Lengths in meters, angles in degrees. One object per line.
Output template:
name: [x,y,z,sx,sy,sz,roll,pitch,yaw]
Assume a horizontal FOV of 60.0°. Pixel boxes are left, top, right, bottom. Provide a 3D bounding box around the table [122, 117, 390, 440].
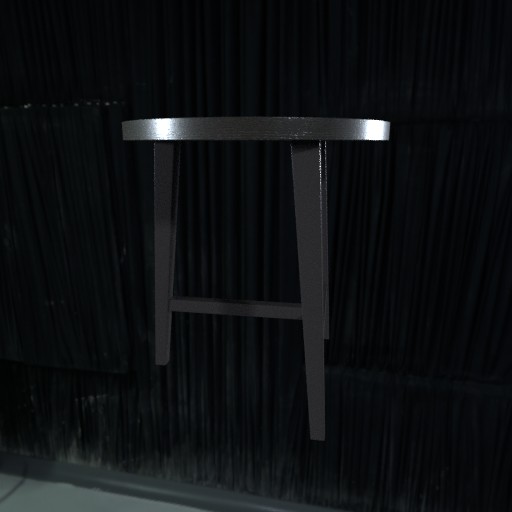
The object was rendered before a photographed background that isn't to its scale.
table: [0.000,0.000,0.928,0.500,0.531,0.500,0,14,0]
